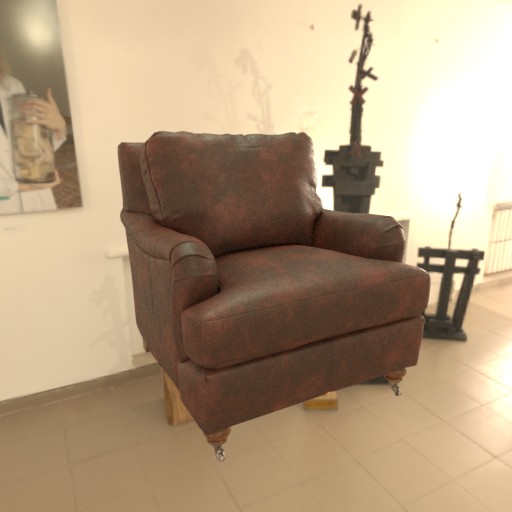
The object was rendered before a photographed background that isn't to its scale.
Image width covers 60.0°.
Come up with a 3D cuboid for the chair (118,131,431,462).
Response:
[{"bbox_3d":[0.000,0.000,1.938,0.987,1.051,1.156,-9,19,-27],"label":"chair"}]
